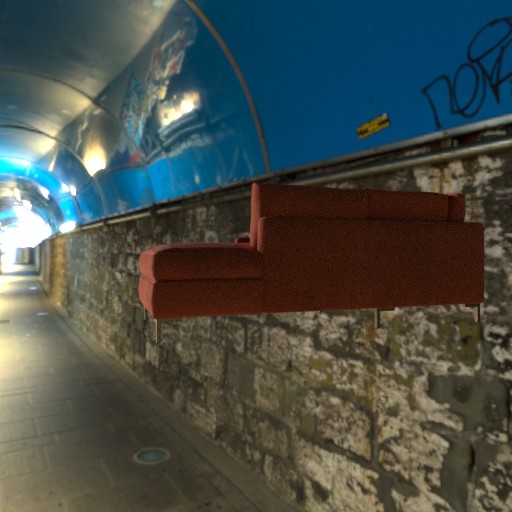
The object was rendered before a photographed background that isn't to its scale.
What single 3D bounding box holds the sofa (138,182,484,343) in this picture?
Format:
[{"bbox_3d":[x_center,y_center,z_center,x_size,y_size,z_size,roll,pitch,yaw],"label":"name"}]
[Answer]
[{"bbox_3d":[0.000,0.000,3.501,1.879,0.757,2.736,0,0,-18],"label":"sofa"}]
